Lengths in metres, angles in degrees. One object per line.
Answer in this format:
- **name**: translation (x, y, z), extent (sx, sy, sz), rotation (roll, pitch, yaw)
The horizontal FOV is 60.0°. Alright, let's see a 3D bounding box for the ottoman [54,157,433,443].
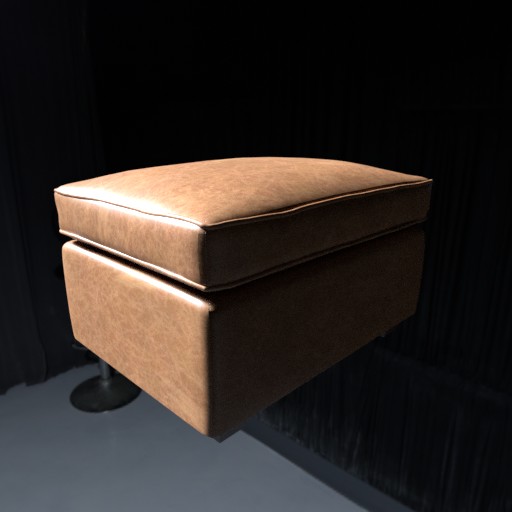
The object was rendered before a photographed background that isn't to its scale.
- **ottoman**: translation (0.000, 0.000, 1.096), extent (0.554, 0.468, 0.756), rotation (16, 23, 42)
